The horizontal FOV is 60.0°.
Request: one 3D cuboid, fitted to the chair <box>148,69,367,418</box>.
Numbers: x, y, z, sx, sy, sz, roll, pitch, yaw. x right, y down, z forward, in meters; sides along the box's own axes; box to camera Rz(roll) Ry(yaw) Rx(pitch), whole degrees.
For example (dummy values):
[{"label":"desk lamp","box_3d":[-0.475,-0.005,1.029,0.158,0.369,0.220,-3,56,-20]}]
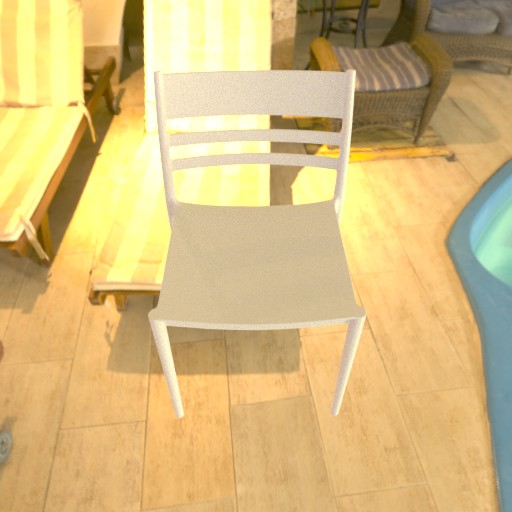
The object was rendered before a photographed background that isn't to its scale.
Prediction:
[{"label":"chair","box_3d":[0.000,0.000,1.163,0.531,0.800,0.511,-1,46,-1]}]
